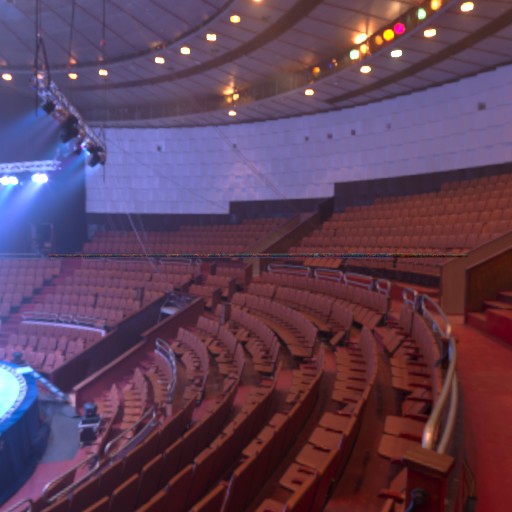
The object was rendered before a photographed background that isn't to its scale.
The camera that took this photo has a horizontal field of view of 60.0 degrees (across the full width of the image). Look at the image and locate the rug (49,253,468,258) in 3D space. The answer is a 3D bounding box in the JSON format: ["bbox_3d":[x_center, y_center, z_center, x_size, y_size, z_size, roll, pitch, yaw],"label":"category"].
[{"bbox_3d":[0.000,0.000,2.321,1.836,0.014,1.216,0,0,35],"label":"rug"}]
